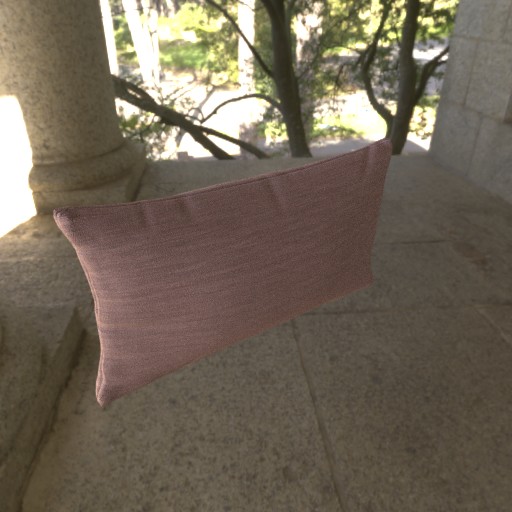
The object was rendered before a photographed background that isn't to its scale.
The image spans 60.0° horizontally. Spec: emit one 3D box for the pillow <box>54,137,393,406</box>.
[{"bbox_3d":[0.000,0.000,0.795,0.633,0.338,0.210,-19,34,-30],"label":"pillow"}]
